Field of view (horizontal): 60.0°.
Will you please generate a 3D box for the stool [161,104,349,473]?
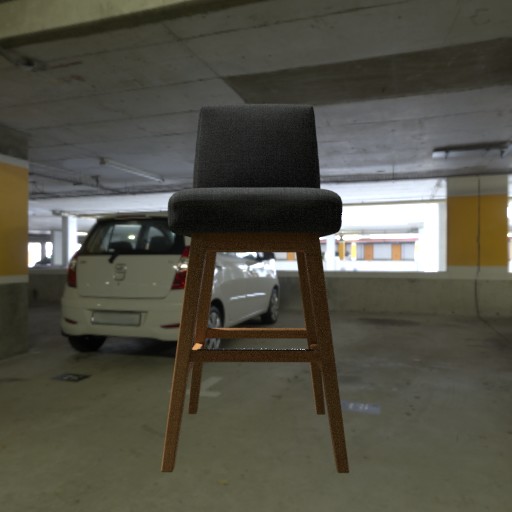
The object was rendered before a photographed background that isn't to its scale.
[{"bbox_3d":[0.000,0.000,1.380,0.483,1.112,0.570,0,0,1],"label":"stool"}]
